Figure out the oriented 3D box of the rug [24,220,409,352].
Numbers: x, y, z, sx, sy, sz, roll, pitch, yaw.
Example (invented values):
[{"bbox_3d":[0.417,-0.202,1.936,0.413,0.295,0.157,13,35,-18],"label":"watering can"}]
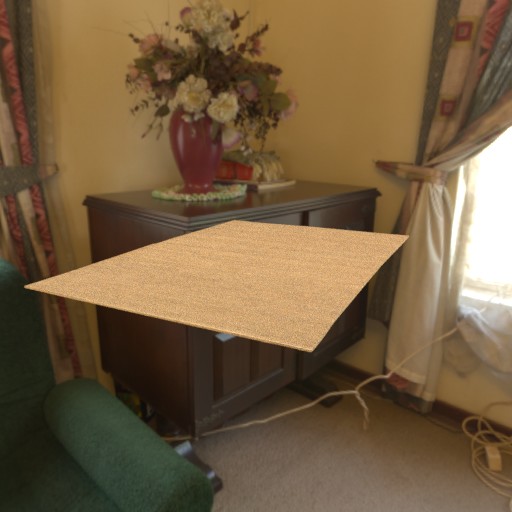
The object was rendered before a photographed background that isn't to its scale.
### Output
[{"bbox_3d":[0.000,0.000,2.965,1.624,0.030,2.264,7,17,26],"label":"rug"}]
